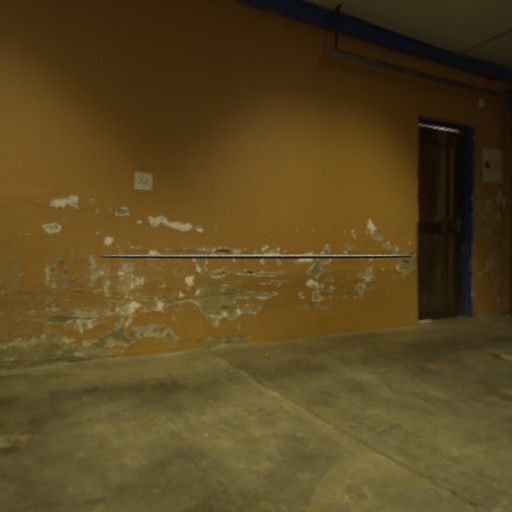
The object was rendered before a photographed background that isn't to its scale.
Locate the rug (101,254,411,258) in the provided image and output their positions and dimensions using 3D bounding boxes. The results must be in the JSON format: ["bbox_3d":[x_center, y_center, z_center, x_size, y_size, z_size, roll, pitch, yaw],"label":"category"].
[{"bbox_3d":[0.000,0.000,2.412,1.591,0.010,1.591,0,0,0],"label":"rug"}]
